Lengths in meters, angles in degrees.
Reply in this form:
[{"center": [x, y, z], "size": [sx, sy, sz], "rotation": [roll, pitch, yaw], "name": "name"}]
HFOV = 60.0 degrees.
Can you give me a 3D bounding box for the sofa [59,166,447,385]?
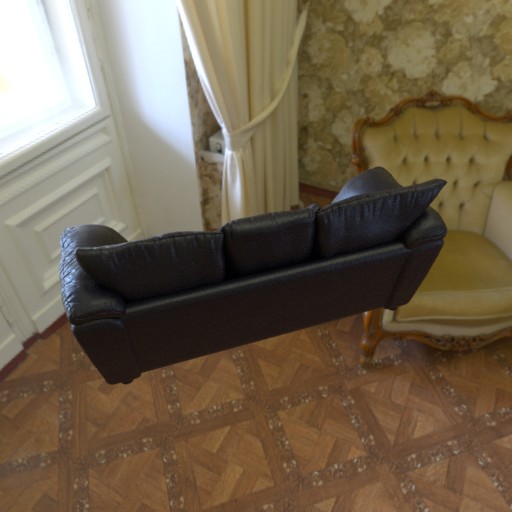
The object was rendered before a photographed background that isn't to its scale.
[{"center": [0.000, 0.000, 2.908], "size": [2.336, 1.073, 0.880], "rotation": [-13, 42, -14], "name": "sofa"}]
